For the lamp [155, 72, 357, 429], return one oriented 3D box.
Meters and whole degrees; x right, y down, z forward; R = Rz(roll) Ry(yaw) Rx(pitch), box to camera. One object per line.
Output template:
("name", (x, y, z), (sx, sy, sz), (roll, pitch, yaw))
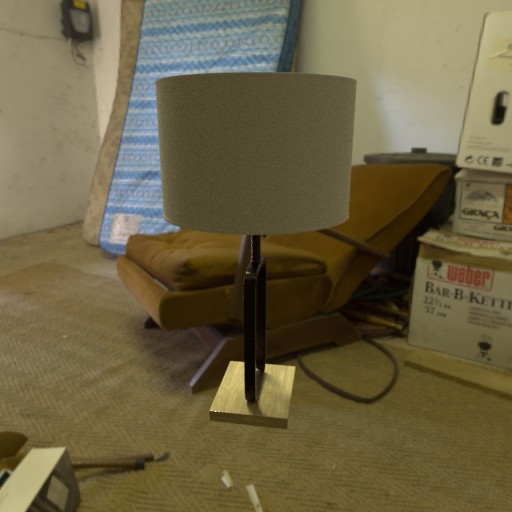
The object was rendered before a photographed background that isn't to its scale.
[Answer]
("lamp", (0.000, 0.000, 0.697), (0.279, 0.508, 0.279), (3, 17, 9))
